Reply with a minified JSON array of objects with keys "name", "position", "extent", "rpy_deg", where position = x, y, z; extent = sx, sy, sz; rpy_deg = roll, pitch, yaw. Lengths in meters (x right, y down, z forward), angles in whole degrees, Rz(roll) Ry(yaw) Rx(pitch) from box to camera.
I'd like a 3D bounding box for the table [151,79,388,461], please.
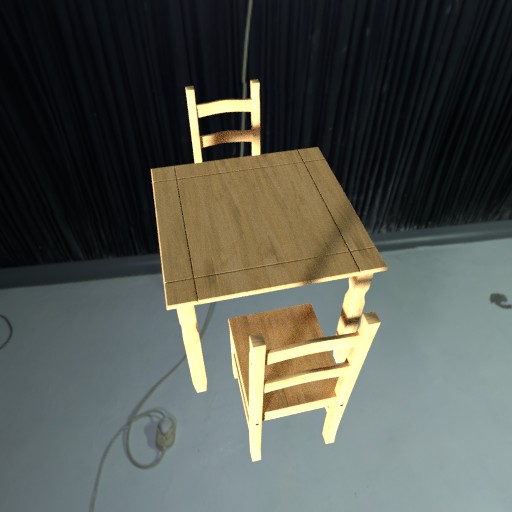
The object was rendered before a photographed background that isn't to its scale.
[{"name":"table","position":[0.000,0.000,2.037],"extent":[0.813,0.942,1.501],"rpy_deg":[-10,48,-9]}]
